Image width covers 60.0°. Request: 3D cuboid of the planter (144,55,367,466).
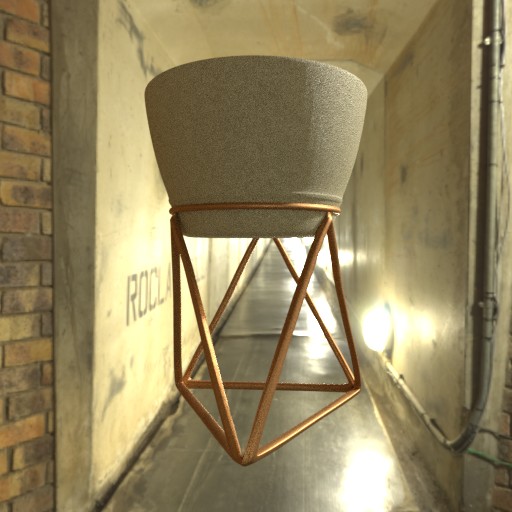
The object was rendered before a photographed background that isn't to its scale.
[{"bbox_3d":[0.000,0.000,0.725,0.350,0.504,0.350,1,2,36],"label":"planter"}]
